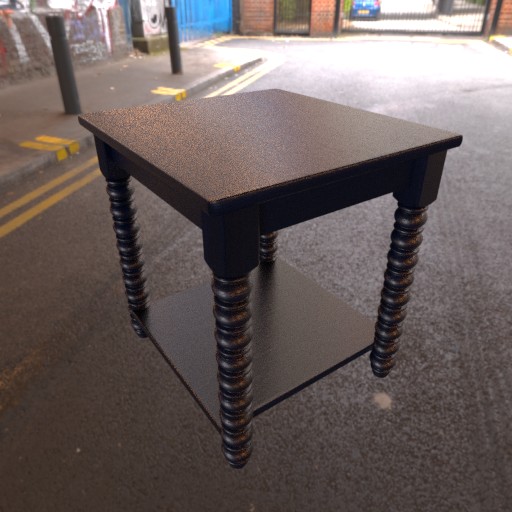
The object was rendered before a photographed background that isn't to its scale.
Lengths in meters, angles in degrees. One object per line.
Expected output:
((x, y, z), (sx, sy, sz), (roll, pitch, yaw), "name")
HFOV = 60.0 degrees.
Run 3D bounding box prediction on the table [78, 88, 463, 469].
((0.000, 0.000, 0.962), (0.500, 0.567, 0.533), (-20, 36, -30), "table")
